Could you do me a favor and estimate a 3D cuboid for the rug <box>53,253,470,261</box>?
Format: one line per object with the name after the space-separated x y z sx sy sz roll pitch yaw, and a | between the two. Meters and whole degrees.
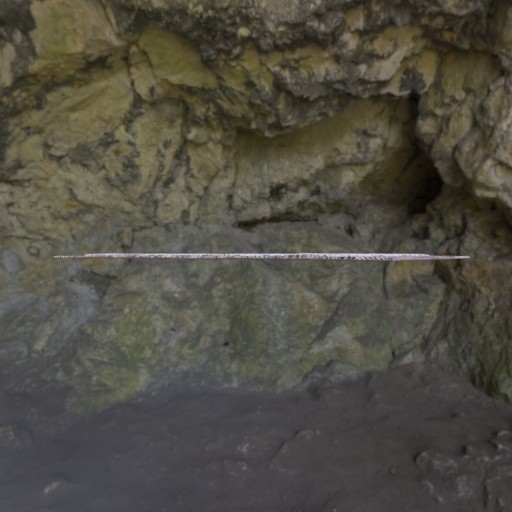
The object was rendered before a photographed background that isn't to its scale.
0.000 0.000 2.939 2.333 0.033 1.513 0 0 36 | rug
